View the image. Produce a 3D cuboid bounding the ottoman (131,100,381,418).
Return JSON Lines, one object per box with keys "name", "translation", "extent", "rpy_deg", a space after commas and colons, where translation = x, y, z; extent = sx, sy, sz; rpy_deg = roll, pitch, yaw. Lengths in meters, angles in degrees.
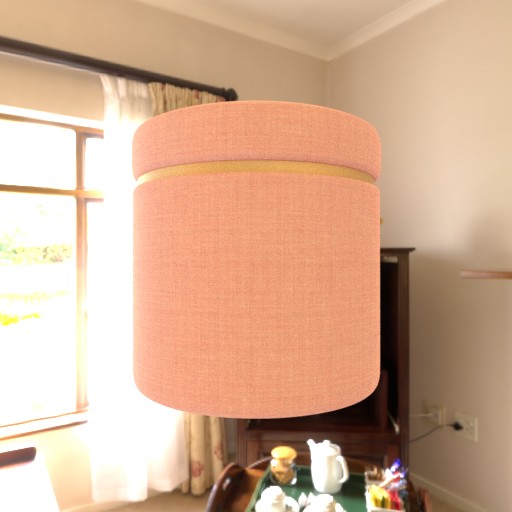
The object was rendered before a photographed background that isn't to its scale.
{"name": "ottoman", "translation": [0.000, 0.000, 0.736], "extent": [0.400, 0.406, 0.400], "rpy_deg": [0, 0, 0]}
